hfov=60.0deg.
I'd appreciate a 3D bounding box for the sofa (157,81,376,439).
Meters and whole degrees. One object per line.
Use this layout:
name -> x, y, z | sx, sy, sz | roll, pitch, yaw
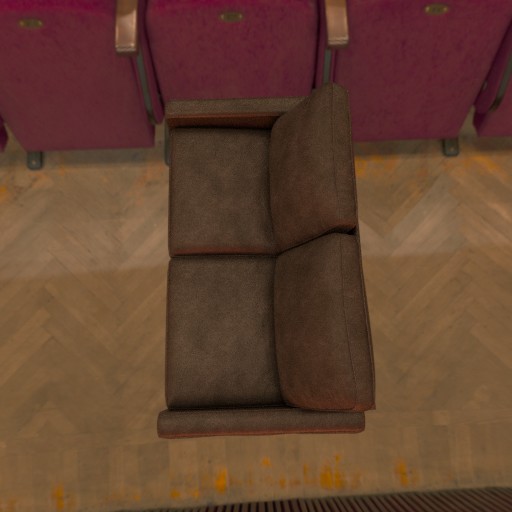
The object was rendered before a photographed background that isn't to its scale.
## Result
sofa -> 0.000, 0.000, 2.289 | 0.939, 0.916, 1.732 | -2, 76, 0
